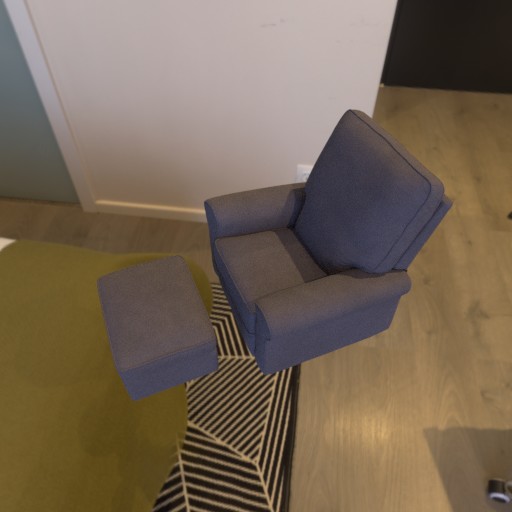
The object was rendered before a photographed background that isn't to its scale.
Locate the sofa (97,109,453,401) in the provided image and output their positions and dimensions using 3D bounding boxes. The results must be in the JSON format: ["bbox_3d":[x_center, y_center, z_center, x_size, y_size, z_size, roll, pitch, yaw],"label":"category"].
[{"bbox_3d":[0.000,0.000,2.083,1.478,0.959,0.880,-17,50,-15],"label":"sofa"}]
